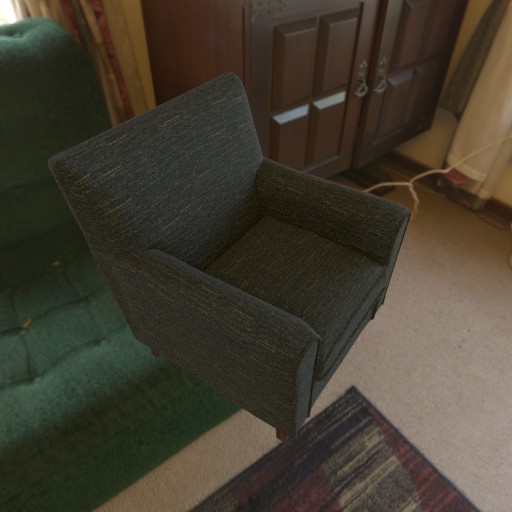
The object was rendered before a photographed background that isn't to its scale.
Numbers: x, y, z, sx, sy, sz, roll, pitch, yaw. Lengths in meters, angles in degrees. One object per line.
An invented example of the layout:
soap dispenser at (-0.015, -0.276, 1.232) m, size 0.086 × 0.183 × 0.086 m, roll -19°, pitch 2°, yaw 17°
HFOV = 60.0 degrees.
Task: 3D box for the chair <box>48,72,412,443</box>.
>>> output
chair at (0.000, 0.000, 1.644) m, size 0.873 × 0.928 × 0.864 m, roll 25°, pitch 48°, yaw 25°
